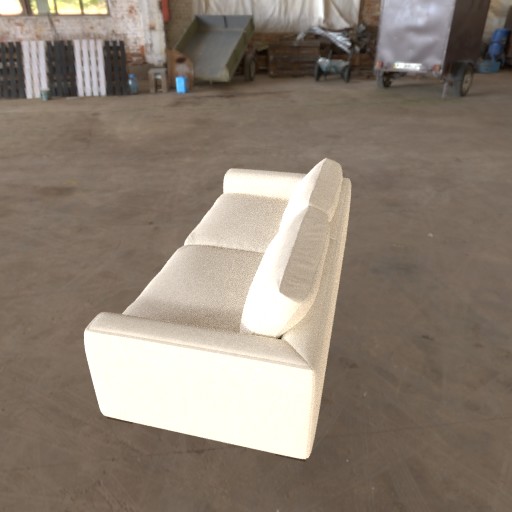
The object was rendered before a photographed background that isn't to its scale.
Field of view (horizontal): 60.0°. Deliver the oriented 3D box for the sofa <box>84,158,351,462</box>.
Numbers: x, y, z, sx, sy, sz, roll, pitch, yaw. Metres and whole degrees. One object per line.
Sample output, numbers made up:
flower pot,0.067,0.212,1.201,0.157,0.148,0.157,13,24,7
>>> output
sofa,0.000,0.000,2.839,1.070,0.801,2.262,7,31,12
